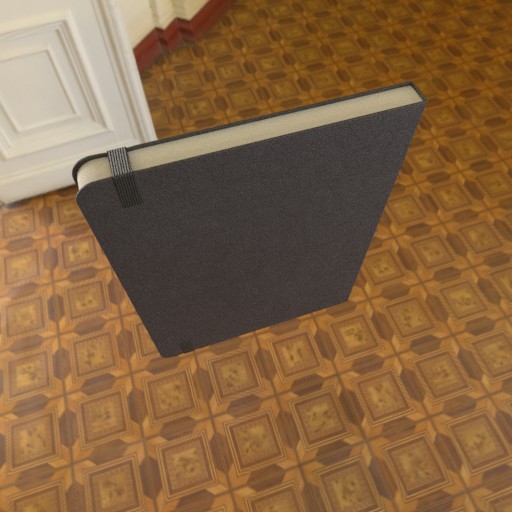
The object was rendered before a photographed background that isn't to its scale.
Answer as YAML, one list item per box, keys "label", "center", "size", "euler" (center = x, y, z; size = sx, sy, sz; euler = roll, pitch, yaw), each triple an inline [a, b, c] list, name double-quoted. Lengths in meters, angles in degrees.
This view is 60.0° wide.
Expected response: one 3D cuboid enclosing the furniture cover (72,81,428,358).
- label: "furniture cover"
  center: [0.000, 0.000, 0.377]
  size: [0.216, 0.281, 0.023]
  euler: [-16, 60, -10]
